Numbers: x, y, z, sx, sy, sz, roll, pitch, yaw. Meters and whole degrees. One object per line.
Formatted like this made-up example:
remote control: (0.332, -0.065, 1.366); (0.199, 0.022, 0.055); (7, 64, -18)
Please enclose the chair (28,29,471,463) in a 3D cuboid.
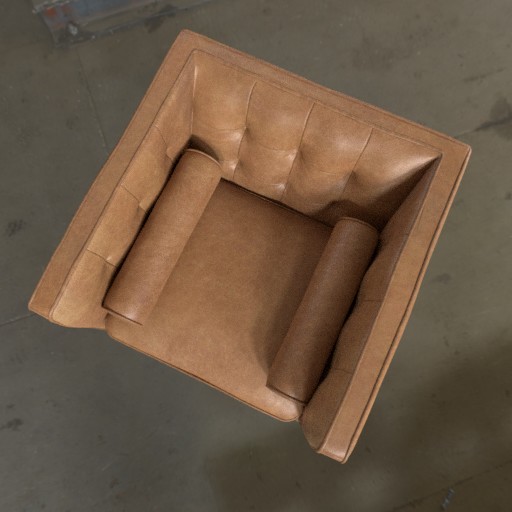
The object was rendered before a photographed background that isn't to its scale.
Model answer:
chair: (0.000, 0.000, 1.534); (0.920, 0.797, 0.912); (24, 79, 5)
